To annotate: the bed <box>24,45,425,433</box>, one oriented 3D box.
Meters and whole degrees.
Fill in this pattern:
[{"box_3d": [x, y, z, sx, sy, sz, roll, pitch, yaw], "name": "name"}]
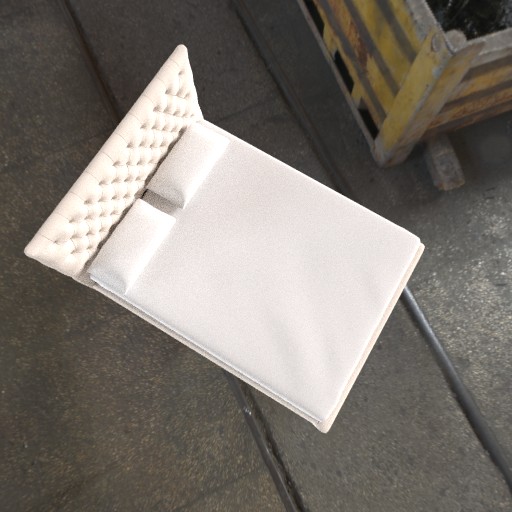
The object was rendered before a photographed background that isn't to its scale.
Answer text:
[{"box_3d": [0.000, 0.000, 3.318, 2.233, 1.426, 1.696, 30, 78, 7], "name": "bed"}]
